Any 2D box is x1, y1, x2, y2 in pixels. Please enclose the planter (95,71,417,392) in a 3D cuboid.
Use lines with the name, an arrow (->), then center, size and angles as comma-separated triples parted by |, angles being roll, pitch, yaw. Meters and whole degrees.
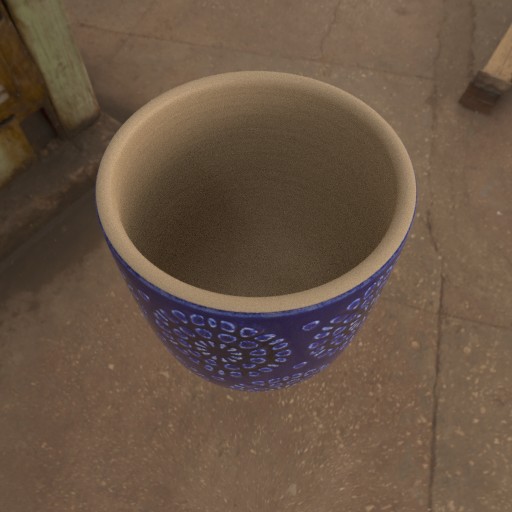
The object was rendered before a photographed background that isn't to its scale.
planter -> 0.000, 0.000, 0.196 | 0.109, 0.112, 0.109 | 0, 58, 0
